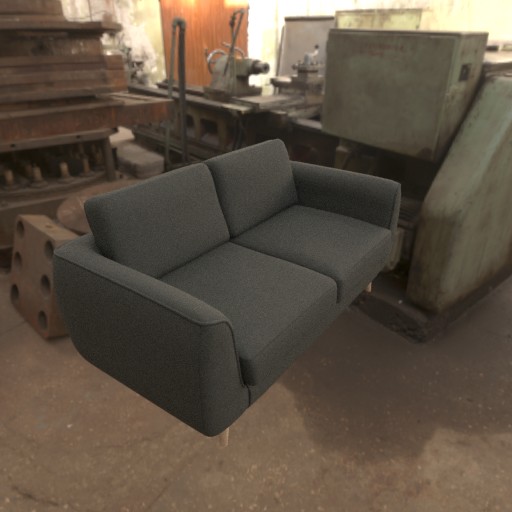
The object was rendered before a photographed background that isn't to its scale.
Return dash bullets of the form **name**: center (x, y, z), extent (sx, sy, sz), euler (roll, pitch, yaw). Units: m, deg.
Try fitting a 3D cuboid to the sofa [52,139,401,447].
- **sofa**: center (0.000, 0.000, 2.188), extent (0.920, 0.850, 1.700), euler (18, 32, 31)
